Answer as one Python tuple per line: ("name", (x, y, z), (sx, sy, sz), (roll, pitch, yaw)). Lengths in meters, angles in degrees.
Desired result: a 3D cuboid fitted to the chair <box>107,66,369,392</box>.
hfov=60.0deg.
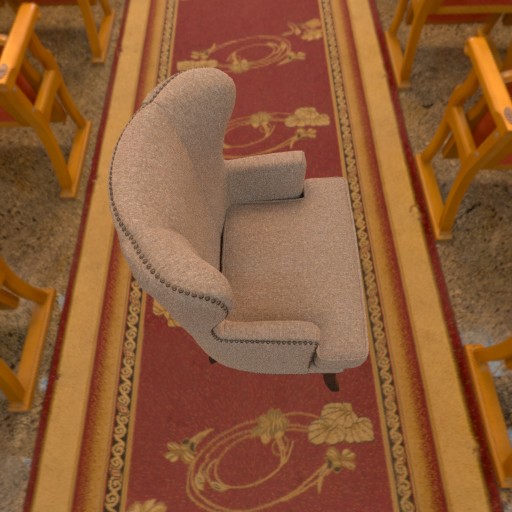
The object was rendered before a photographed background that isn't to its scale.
("chair", (0.000, 0.000, 1.590), (0.758, 1.060, 0.759), (-1, 62, 0))
